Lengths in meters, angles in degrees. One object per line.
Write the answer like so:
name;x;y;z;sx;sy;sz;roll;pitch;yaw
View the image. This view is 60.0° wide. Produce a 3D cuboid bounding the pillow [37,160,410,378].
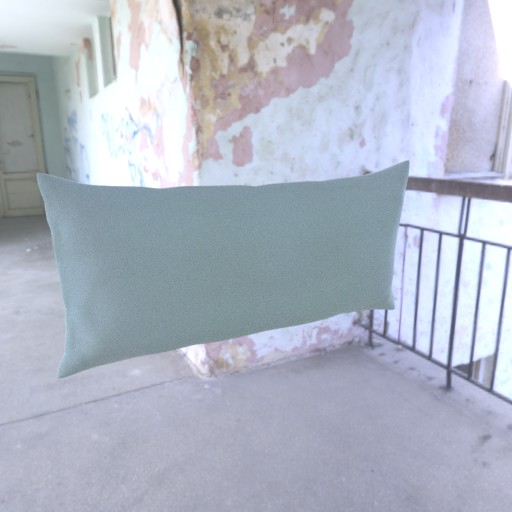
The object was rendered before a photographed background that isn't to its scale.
pillow;0.000;0.000;0.706;0.610;0.287;0.151;-7;16;-25
